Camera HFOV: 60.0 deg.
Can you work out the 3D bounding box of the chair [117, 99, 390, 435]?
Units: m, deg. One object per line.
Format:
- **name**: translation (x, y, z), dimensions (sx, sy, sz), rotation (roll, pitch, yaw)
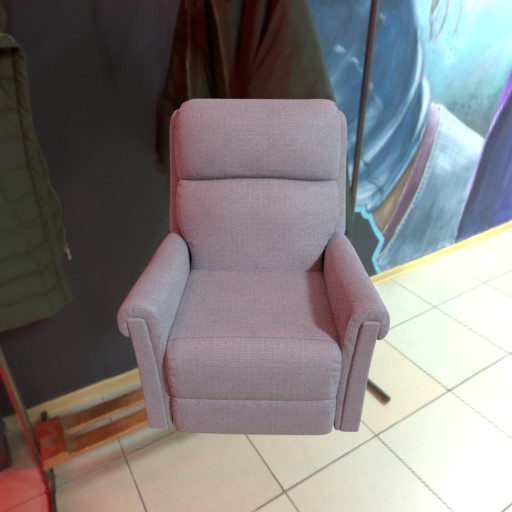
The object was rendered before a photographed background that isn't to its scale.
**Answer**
- **chair**: translation (0.000, 0.000, 1.753), dimensions (0.838, 1.054, 1.014), rotation (1, 31, 1)
